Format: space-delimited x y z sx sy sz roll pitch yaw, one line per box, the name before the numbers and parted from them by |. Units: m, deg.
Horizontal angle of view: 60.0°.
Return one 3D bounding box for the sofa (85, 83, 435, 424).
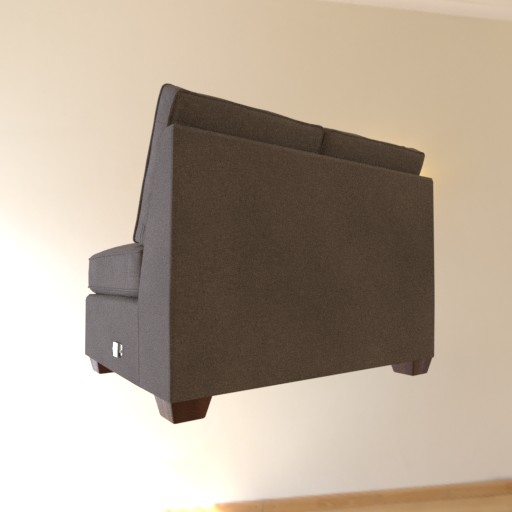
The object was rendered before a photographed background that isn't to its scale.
sofa | 0.000 0.000 1.945 1.237 1.008 0.951 2 -3 -35
